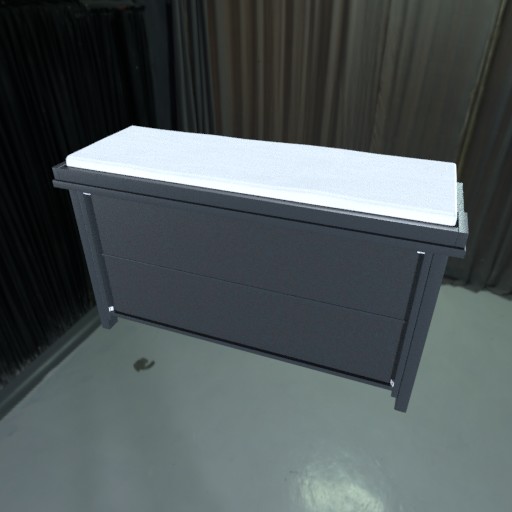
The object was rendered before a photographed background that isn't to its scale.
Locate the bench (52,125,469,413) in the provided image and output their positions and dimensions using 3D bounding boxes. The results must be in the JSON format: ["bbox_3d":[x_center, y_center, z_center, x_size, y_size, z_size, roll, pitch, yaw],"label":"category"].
[{"bbox_3d":[0.000,0.000,1.230,0.973,0.561,0.345,11,34,17],"label":"bench"}]
